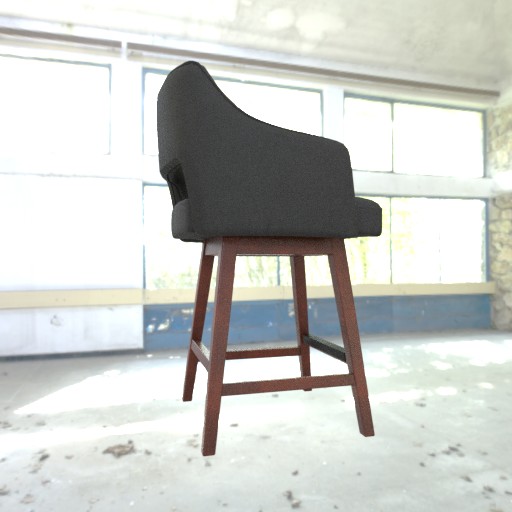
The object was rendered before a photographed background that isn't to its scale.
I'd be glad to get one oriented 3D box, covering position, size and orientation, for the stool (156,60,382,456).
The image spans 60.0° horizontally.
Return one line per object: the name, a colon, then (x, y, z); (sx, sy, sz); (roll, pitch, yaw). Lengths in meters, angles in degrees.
stool: (0.000, 0.000, 1.261); (0.558, 0.912, 0.548); (0, -1, -16)
